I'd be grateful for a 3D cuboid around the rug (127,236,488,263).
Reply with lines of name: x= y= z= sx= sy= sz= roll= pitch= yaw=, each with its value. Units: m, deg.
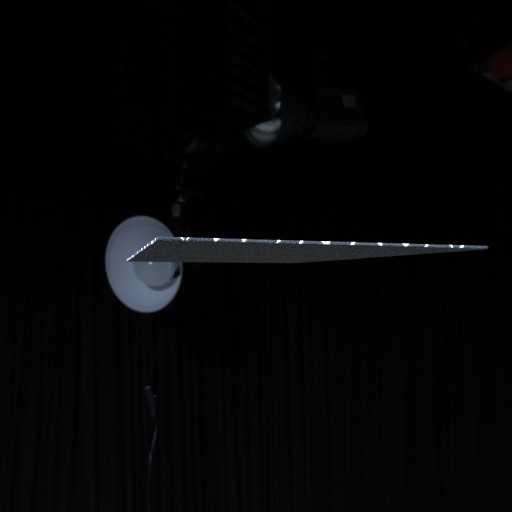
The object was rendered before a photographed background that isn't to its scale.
rug: x=0.000 y=0.000 z=2.315 sx=1.223 sy=0.013 sz=1.830 roll=1 pitch=-3 yaw=-19
